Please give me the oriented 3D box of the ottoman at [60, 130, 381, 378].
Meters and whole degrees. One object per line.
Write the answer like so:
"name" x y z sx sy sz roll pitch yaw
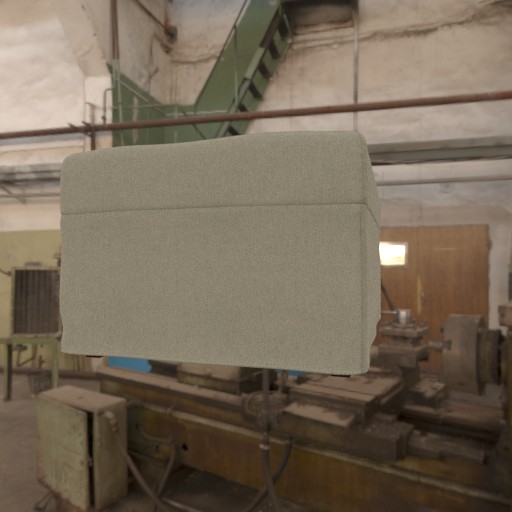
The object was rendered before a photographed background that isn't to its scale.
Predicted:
"ottoman" 0.000 0.000 1.235 0.648 0.461 0.833 0 0 17
